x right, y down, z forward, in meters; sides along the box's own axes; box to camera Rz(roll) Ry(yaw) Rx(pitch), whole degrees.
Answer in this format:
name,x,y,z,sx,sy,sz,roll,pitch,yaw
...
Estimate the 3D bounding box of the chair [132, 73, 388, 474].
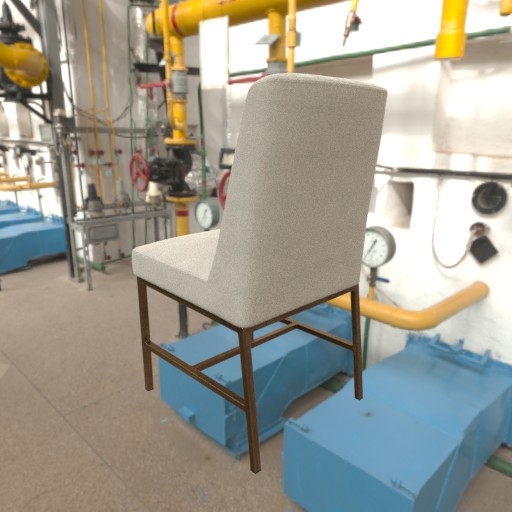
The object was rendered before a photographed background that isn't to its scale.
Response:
name,x,y,z,sx,sy,sz,roll,pitch,yaw
chair,0.000,0.000,1.303,0.503,0.933,0.597,-14,21,-42
